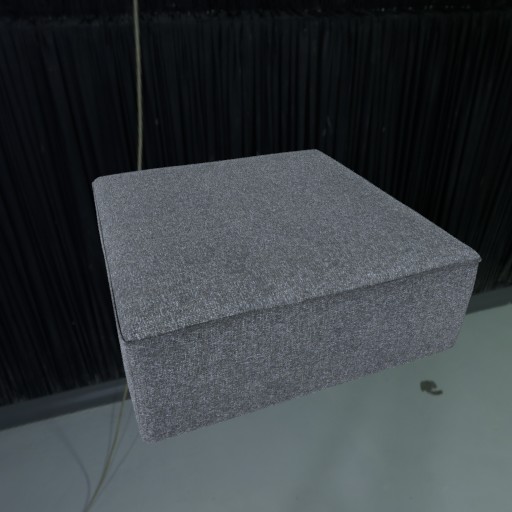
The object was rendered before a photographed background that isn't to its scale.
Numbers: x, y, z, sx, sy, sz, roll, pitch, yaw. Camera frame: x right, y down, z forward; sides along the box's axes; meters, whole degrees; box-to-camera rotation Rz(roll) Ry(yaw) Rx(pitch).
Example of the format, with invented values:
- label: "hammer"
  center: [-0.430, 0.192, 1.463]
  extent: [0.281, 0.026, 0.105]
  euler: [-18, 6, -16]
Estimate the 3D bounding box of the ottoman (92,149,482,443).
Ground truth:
- label: "ottoman"
  center: [0.000, 0.000, 1.579]
  extent: [1.021, 0.423, 1.017]
  euler: [-11, 33, -17]
